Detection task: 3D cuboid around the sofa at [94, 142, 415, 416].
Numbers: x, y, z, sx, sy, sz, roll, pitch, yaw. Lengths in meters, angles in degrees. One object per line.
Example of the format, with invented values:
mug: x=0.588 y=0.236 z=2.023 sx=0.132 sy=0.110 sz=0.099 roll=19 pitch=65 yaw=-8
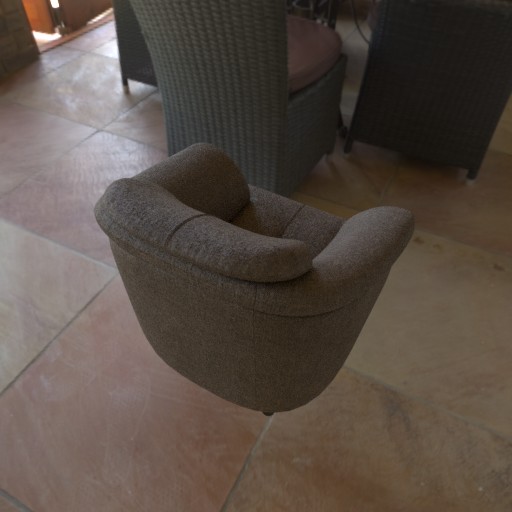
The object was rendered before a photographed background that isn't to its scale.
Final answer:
sofa: x=0.000 y=0.000 z=1.484 sx=0.870 sy=0.811 sz=0.794 roll=23 pitch=50 yaw=21
